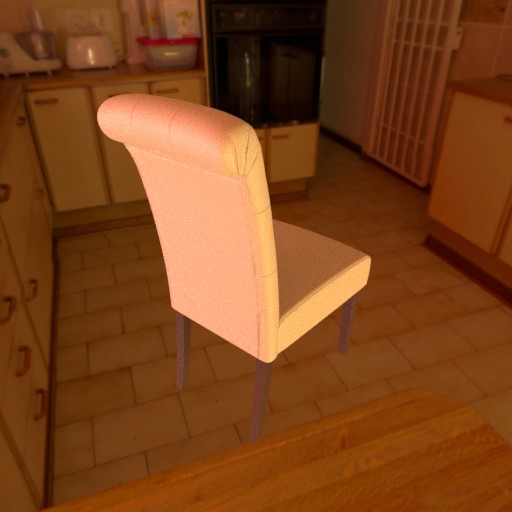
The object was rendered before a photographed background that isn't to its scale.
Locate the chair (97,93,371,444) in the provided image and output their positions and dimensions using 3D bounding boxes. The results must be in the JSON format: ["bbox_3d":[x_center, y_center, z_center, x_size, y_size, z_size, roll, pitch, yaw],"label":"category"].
[{"bbox_3d":[0.000,0.000,1.349,0.456,1.006,0.671,23,38,33],"label":"chair"}]
